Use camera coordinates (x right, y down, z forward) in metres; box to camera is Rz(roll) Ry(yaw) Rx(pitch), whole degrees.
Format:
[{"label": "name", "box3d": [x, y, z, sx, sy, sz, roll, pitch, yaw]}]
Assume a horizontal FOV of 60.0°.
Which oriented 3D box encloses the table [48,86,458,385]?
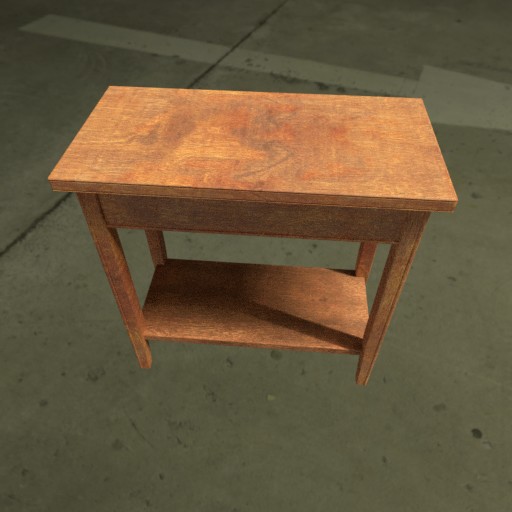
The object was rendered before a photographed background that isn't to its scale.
[{"label": "table", "box3d": [0.000, 0.000, 0.979, 0.610, 0.610, 0.305, 4, 47, 3]}]
